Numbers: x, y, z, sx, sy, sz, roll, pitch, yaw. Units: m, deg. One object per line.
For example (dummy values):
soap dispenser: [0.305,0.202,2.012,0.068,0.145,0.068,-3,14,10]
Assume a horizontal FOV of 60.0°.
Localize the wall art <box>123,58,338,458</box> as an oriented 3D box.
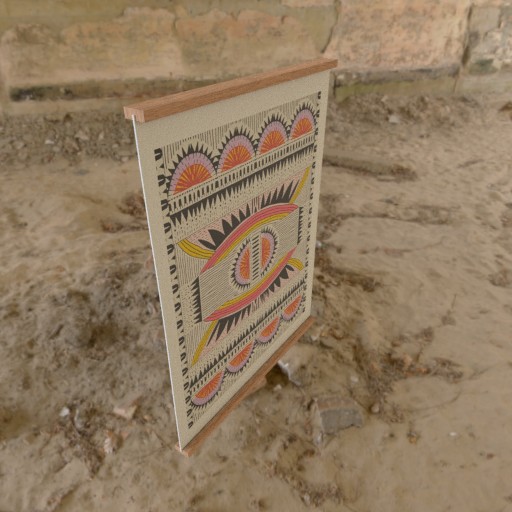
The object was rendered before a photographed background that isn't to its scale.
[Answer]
wall art: [0.000,0.000,0.695,0.028,0.527,0.403,21,37,30]
